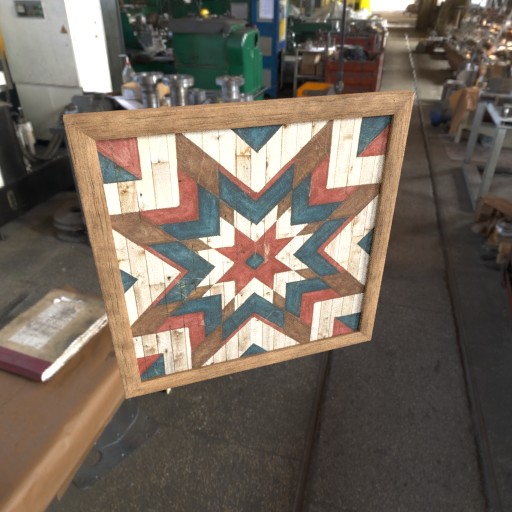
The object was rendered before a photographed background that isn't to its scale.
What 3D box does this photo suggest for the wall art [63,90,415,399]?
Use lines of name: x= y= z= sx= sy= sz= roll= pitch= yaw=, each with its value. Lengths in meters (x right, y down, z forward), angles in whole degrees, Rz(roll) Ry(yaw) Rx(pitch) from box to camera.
wall art: x=0.000 y=0.000 z=1.031 sx=0.695 sy=0.691 sz=0.029 roll=-10 pitch=33 yaw=-15
